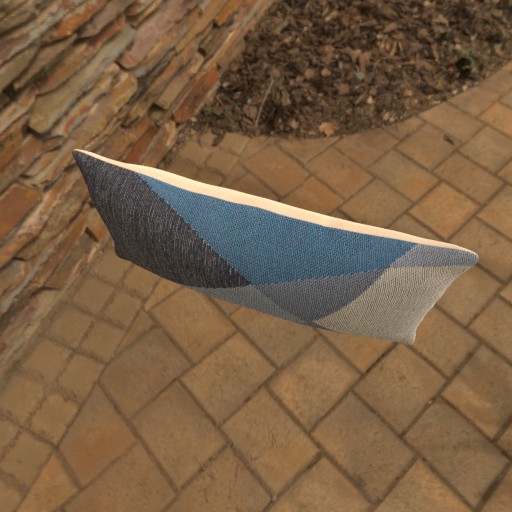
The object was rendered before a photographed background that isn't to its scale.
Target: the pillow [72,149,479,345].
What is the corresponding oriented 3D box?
[{"bbox_3d":[0.000,0.000,0.738,0.604,0.307,0.148,16,59,10],"label":"pillow"}]
